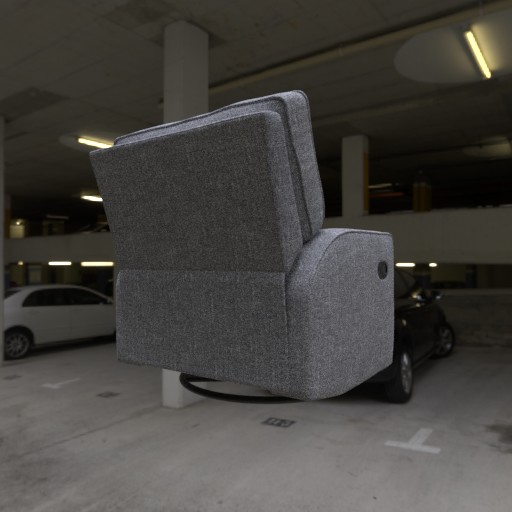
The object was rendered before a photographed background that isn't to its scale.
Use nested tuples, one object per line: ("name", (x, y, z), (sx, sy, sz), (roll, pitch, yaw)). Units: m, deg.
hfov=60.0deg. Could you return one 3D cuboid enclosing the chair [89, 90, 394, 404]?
("chair", (0.000, 0.000, 1.704), (0.861, 0.962, 0.964), (0, -1, 35))
